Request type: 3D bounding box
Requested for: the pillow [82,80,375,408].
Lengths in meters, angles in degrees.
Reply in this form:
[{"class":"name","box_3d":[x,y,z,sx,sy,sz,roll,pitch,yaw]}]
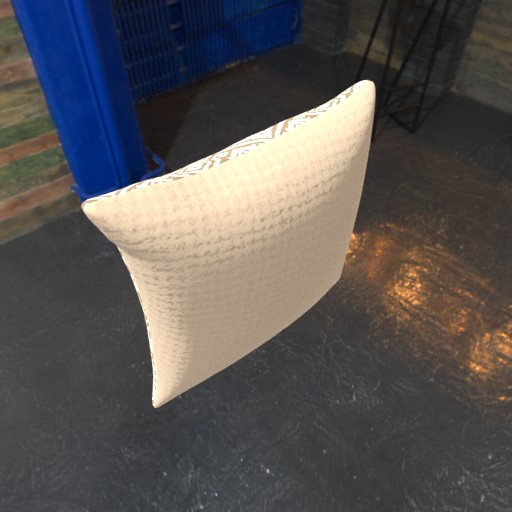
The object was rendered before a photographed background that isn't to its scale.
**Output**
[{"class":"pillow","box_3d":[0.000,0.000,0.644,0.419,0.407,0.173,-31,54,-26]}]
